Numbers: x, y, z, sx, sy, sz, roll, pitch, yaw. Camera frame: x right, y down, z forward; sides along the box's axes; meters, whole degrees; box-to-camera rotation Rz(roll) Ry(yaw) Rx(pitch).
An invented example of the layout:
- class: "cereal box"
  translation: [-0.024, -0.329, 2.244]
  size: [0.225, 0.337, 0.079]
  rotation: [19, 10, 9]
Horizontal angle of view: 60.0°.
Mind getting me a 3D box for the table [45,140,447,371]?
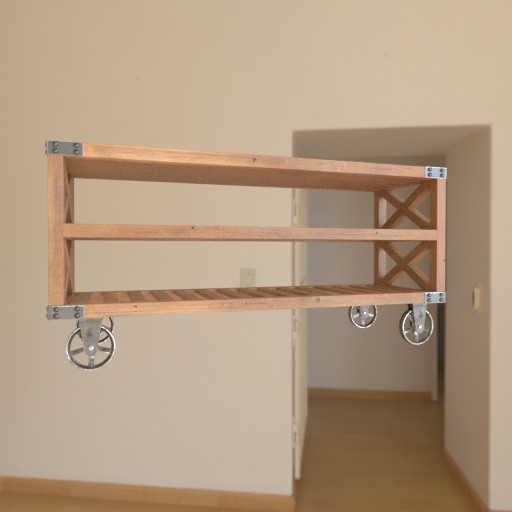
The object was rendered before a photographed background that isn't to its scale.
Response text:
- class: "table"
  translation: [0.000, 0.000, 1.782]
  size: [1.487, 0.711, 0.467]
  rotation: [0, 1, -18]
